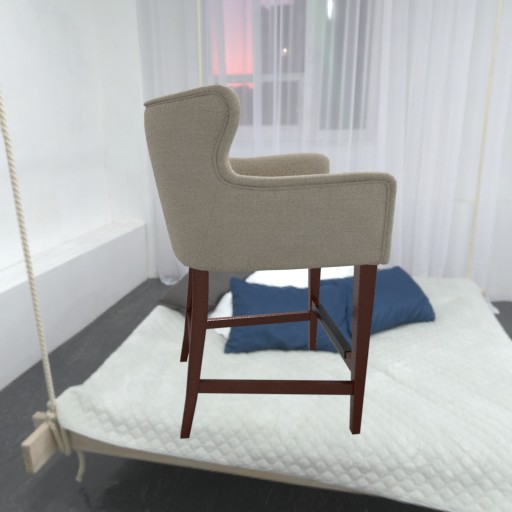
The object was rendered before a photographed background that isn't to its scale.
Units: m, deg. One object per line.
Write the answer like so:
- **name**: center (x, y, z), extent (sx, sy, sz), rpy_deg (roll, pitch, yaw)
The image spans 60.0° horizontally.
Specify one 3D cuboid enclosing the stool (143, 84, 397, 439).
- **stool**: center (0.000, 0.000, 1.414), extent (0.637, 0.987, 0.615), rpy_deg (-2, 18, -8)
